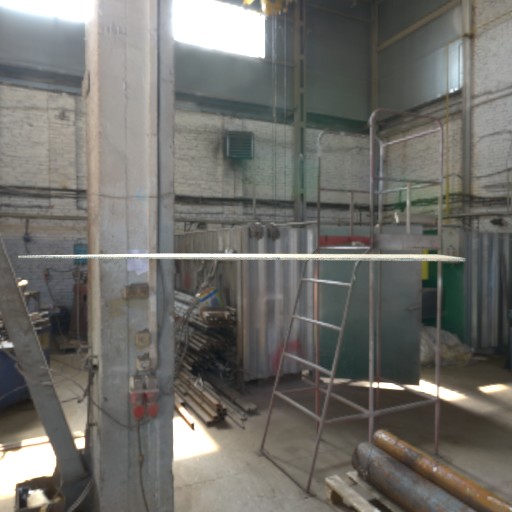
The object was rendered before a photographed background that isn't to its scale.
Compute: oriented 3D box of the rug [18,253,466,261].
[{"bbox_3d":[0.000,0.000,2.278,1.820,0.009,1.260,0,1,18],"label":"rug"}]
